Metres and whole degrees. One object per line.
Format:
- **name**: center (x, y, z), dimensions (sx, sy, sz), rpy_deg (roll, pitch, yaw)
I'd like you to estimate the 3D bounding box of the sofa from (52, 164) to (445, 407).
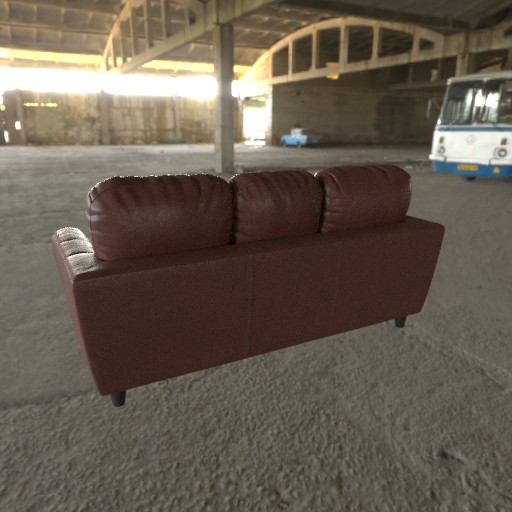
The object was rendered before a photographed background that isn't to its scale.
- **sofa**: center (0.000, 0.000, 2.293), dimensions (1.862, 0.915, 0.802), rpy_deg (-9, 18, -27)
